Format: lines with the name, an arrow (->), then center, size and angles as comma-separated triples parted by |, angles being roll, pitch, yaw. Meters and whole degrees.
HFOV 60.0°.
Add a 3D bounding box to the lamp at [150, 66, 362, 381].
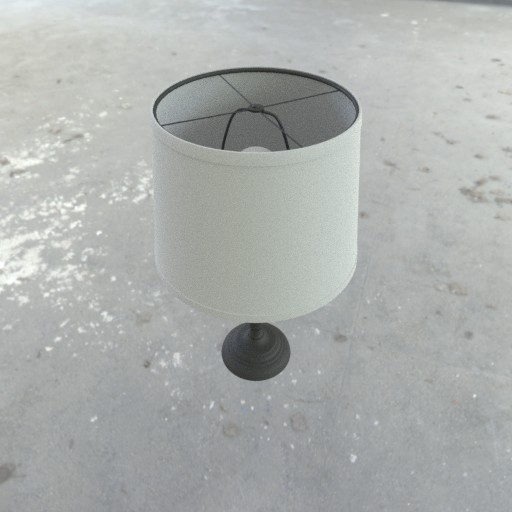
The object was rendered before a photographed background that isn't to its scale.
lamp -> 0.000, 0.000, 0.704 | 0.310, 0.501, 0.310 | 0, 42, 0
